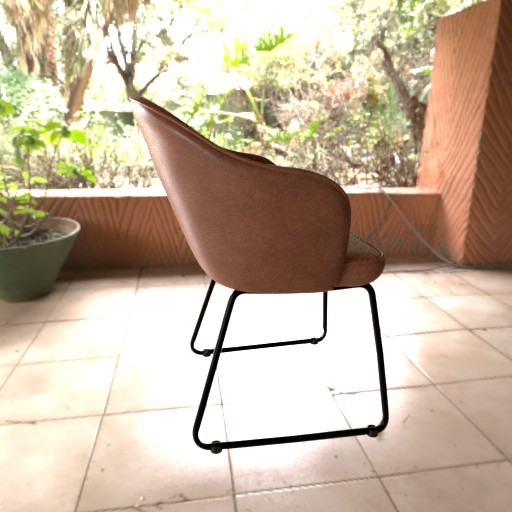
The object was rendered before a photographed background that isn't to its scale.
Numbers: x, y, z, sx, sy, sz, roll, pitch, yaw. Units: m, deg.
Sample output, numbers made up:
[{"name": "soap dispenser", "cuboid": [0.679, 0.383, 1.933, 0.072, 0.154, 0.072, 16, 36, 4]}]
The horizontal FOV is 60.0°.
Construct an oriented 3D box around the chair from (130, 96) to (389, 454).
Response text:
[{"name": "chair", "cuboid": [0.000, 0.000, 1.162, 0.580, 0.785, 0.582, -3, 16, -10]}]
